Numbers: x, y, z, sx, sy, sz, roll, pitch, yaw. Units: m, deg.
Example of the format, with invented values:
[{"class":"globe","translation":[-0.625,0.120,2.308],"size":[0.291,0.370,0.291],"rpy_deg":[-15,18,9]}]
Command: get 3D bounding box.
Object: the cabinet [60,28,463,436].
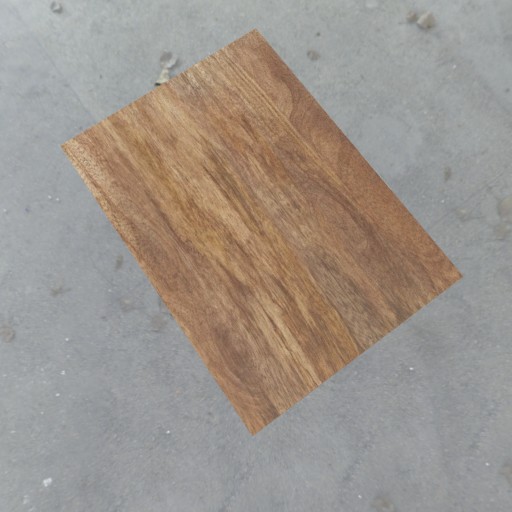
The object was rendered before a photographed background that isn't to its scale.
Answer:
[{"class":"cabinet","translation":[0.000,0.000,1.196],"size":[0.473,0.758,0.647],"rpy_deg":[-35,79,-8]}]
